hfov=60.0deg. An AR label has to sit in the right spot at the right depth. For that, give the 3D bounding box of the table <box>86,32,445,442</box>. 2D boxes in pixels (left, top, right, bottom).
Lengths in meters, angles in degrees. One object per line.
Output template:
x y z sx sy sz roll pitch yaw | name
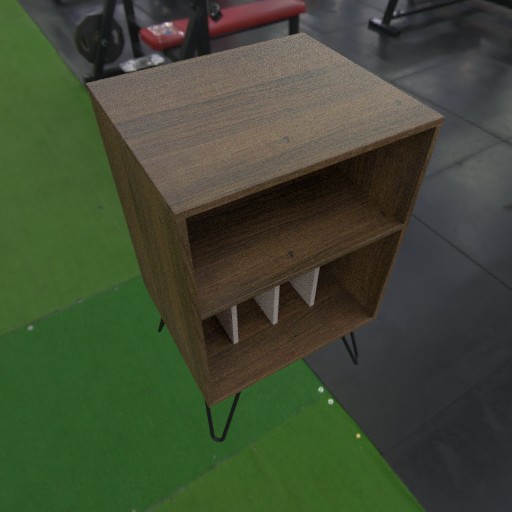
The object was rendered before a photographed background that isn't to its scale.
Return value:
0.000 0.000 1.150 0.526 0.866 0.457 -23 51 -20 | table
